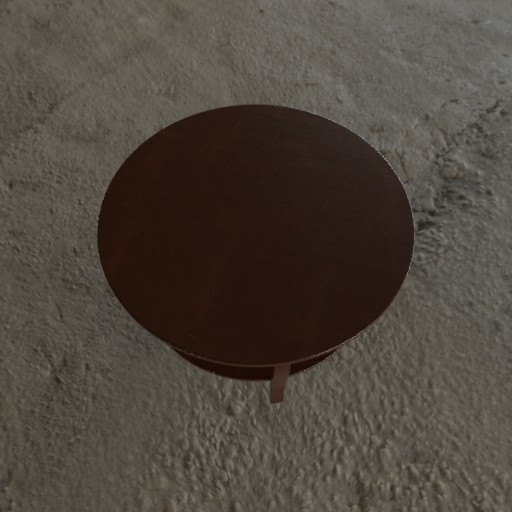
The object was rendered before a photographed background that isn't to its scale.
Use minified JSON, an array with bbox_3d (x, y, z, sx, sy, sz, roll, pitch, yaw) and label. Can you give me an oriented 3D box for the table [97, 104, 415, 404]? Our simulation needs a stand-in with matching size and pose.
[{"bbox_3d":[0.000,0.000,1.507,0.911,0.512,0.911,0,59,0],"label":"table"}]
